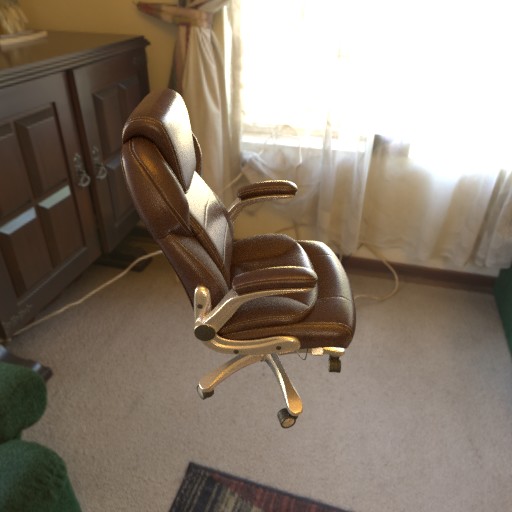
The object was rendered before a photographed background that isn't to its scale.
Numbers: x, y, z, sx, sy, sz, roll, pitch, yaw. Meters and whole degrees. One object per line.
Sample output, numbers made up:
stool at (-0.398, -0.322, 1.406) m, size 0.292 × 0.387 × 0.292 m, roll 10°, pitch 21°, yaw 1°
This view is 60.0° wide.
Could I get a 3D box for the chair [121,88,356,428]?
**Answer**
chair at (0.000, 0.000, 1.678) m, size 0.774 × 1.160 × 0.733 m, roll 0°, pitch 32°, yaw -1°
